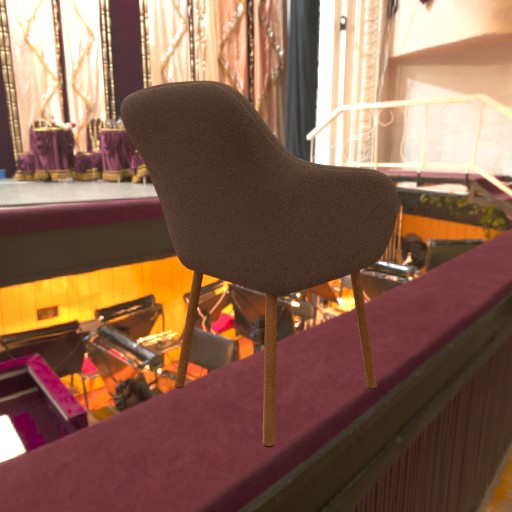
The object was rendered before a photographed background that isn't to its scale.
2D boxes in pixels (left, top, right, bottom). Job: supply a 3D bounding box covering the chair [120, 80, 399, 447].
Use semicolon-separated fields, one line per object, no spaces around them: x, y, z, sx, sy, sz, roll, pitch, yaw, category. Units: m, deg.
0.000;0.000;1.213;0.590;0.830;0.570;-12;18;-42;chair
